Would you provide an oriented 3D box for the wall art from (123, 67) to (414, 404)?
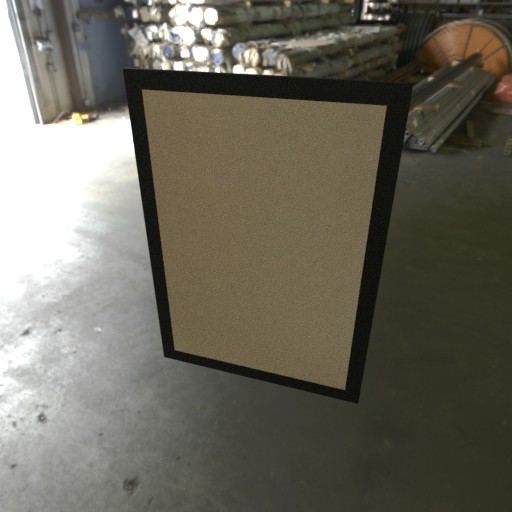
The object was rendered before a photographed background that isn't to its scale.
[{"bbox_3d":[0.000,0.000,0.693,0.379,0.530,0.008,9,32,15],"label":"wall art"}]
